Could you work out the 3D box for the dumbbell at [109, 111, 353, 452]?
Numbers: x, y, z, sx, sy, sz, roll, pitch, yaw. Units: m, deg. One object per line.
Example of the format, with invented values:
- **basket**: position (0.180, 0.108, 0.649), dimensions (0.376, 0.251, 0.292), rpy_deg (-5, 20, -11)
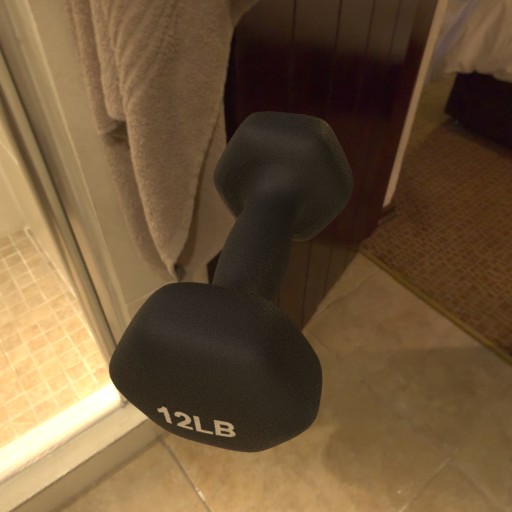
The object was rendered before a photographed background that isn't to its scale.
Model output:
- **dumbbell**: position (0.000, 0.000, 0.291), dimensions (0.112, 0.101, 0.231), rpy_deg (10, 46, 10)
